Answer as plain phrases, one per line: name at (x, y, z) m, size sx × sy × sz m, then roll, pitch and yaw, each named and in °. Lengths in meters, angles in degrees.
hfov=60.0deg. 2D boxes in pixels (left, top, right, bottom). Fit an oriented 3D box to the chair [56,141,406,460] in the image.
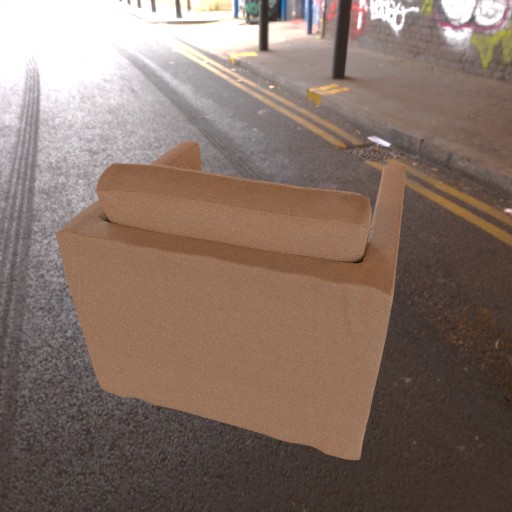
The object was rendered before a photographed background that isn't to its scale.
chair at (0.000, 0.000, 1.747) m, size 1.057 × 0.867 × 0.949 m, roll 10°, pitch 34°, yaw 15°
